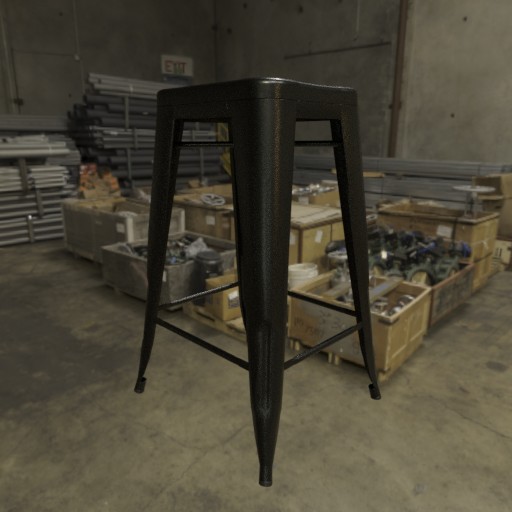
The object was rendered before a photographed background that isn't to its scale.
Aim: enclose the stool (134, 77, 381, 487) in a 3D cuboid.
[{"bbox_3d":[0.000,0.000,0.862,0.399,0.609,0.359,14,21,42],"label":"stool"}]
